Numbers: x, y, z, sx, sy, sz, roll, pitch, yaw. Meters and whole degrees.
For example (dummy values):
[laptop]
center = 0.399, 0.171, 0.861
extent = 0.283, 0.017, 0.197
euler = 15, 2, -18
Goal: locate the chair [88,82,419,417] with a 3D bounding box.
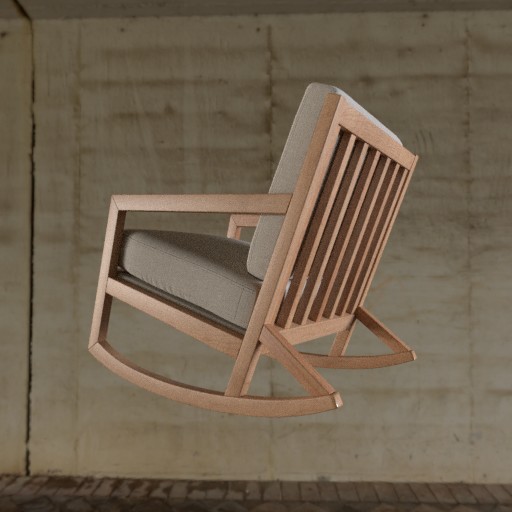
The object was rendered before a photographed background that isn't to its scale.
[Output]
[chair]
center = 0.000, 0.000, 1.417
extent = 0.857, 0.790, 0.622
euler = -1, -2, 34
